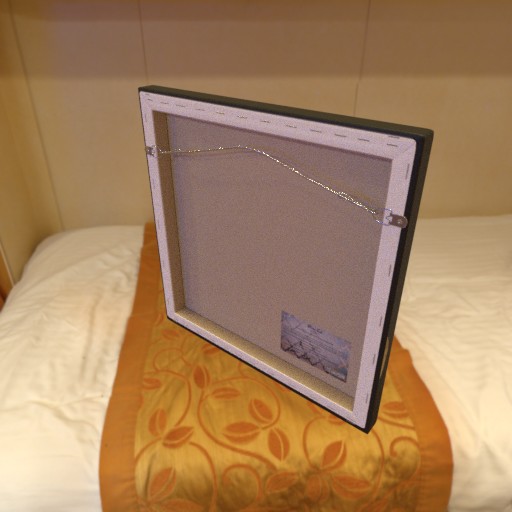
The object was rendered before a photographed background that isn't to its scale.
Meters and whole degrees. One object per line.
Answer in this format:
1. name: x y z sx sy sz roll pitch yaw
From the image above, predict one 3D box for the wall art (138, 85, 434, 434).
1. wall art: 0.000 0.000 0.925 0.610 0.611 0.043 22 37 33
